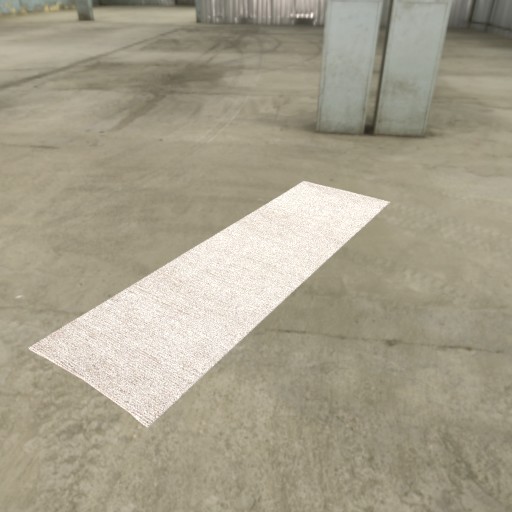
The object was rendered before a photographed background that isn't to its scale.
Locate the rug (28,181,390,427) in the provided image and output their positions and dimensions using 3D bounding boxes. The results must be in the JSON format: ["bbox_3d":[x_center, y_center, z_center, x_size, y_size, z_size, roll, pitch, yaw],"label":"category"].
[{"bbox_3d":[0.000,0.000,2.523,0.712,0.013,2.346,20,36,30],"label":"rug"}]
